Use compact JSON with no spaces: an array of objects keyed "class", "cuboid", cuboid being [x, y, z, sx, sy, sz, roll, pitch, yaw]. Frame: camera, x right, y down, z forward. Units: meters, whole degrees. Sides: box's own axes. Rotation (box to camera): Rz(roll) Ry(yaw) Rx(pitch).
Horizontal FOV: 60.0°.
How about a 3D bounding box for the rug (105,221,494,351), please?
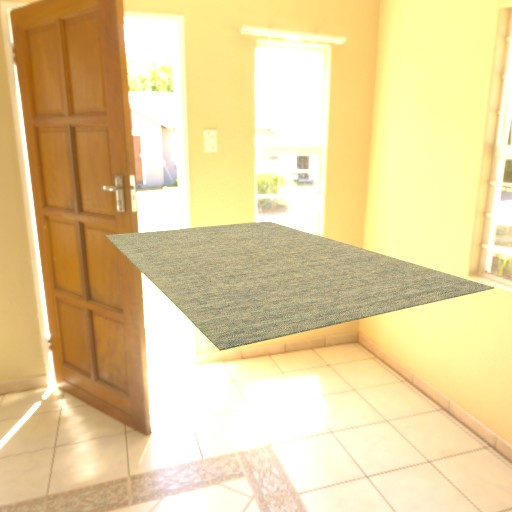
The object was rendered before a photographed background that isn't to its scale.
[{"class":"rug","cuboid":[0.000,0.000,2.194,1.142,0.006,1.752,-7,16,-27]}]
